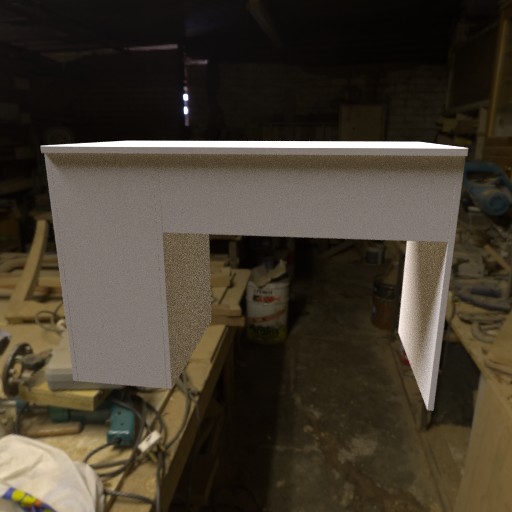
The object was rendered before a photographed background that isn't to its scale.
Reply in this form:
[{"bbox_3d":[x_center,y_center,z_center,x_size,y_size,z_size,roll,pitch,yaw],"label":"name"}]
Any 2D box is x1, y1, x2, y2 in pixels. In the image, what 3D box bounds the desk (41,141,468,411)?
[{"bbox_3d":[0.000,0.000,1.486,1.096,0.730,0.560,2,16,8],"label":"desk"}]
